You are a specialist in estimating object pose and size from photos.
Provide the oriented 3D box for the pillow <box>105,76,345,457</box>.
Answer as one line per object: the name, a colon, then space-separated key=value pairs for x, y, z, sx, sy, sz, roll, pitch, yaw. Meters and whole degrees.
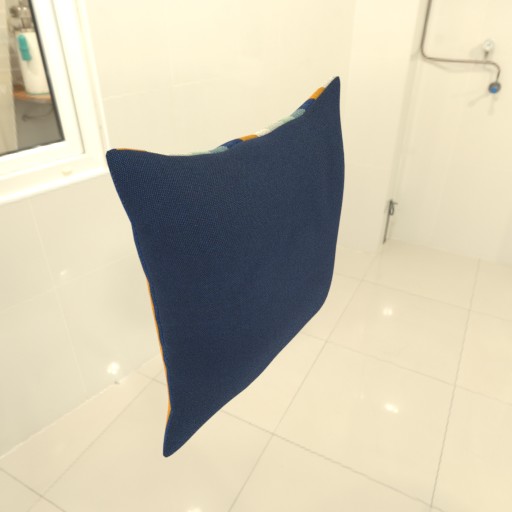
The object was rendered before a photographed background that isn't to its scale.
pillow: x=0.000 y=0.000 z=0.675 sx=0.173 sy=0.454 sz=0.463 roll=20 pitch=37 yaw=29
